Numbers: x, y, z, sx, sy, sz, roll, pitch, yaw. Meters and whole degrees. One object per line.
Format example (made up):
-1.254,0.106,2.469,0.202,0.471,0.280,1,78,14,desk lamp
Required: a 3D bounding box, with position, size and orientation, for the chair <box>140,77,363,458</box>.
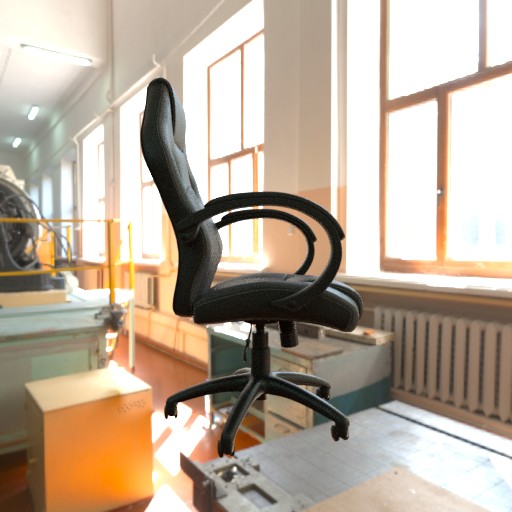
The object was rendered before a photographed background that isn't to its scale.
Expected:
0.000,0.000,1.595,0.724,1.187,0.673,0,1,0,chair
